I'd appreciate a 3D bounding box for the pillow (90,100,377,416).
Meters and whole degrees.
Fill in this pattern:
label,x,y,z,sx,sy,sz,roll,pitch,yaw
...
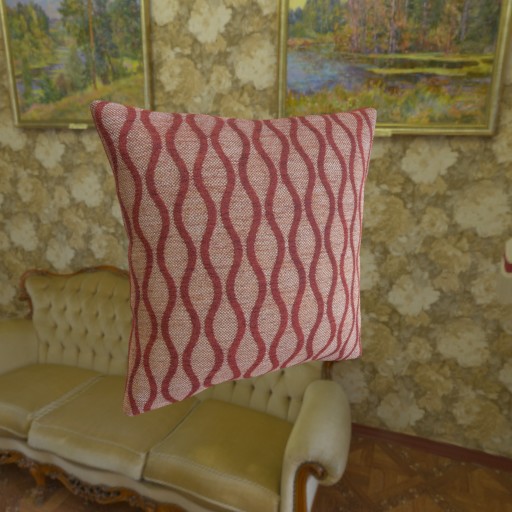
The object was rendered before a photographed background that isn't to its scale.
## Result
label,x,y,z,sx,sy,sz,roll,pitch,yaw
pillow,0.000,0.000,0.662,0.429,0.434,0.159,-7,17,-26
